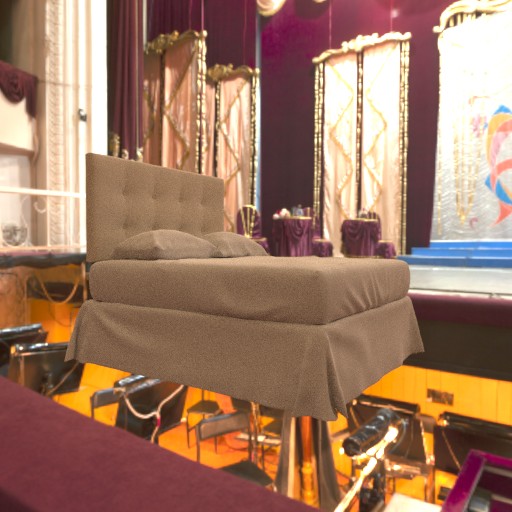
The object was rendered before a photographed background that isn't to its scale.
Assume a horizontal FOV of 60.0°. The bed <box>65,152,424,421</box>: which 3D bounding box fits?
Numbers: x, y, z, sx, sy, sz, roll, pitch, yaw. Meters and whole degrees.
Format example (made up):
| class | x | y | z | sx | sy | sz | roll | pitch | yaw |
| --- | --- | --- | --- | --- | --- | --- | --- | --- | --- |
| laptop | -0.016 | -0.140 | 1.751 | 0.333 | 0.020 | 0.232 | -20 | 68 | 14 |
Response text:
| class | x | y | z | sx | sy | sz | roll | pitch | yaw |
| --- | --- | --- | --- | --- | --- | --- | --- | --- | --- |
| bed | 0.000 | 0.000 | 3.486 | 2.222 | 1.577 | 1.936 | 1 | 2 | 34 |
